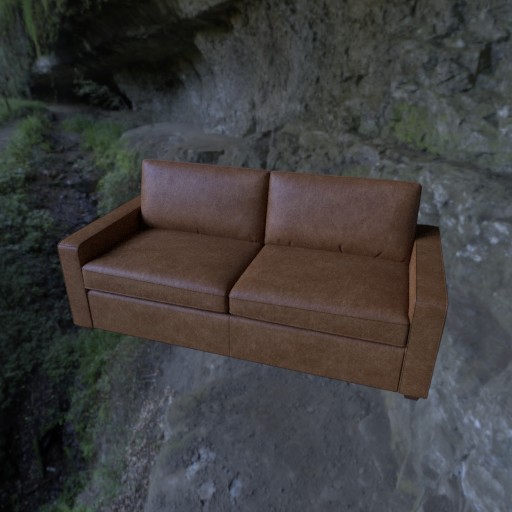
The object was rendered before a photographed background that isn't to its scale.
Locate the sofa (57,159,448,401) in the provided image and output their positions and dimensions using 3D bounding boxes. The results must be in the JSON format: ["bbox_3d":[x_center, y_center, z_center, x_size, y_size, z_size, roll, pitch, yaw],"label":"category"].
[{"bbox_3d":[0.000,0.000,2.709,2.156,0.928,0.991,8,28,16],"label":"sofa"}]
